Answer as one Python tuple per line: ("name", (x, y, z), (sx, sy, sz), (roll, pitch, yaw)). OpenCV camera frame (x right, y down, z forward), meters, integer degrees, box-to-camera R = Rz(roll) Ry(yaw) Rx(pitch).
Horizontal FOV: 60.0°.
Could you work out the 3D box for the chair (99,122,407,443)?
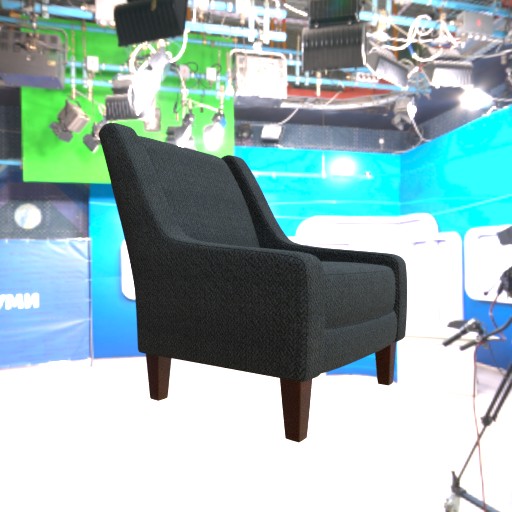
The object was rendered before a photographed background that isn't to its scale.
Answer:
("chair", (0.000, 0.000, 1.727), (0.944, 1.012, 0.793), (0, 0, 37))
